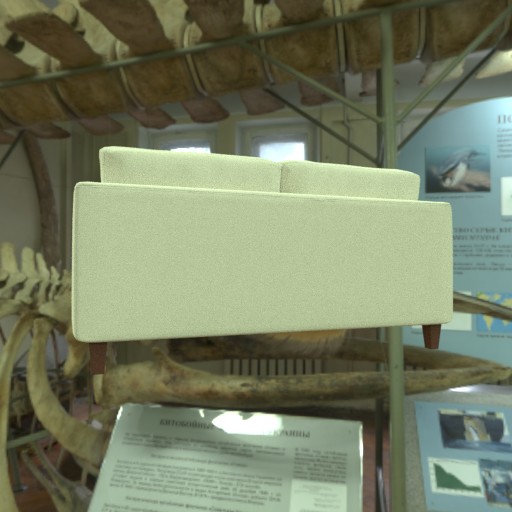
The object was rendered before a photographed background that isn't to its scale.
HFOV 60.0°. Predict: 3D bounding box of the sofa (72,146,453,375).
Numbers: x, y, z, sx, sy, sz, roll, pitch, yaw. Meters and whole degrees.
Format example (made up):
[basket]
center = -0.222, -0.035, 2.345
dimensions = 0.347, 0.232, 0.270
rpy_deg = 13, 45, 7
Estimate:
[sofa]
center = 0.000, 0.000, 2.279
dimensions = 1.702, 0.888, 0.964
rpy_deg = 0, -1, -19
